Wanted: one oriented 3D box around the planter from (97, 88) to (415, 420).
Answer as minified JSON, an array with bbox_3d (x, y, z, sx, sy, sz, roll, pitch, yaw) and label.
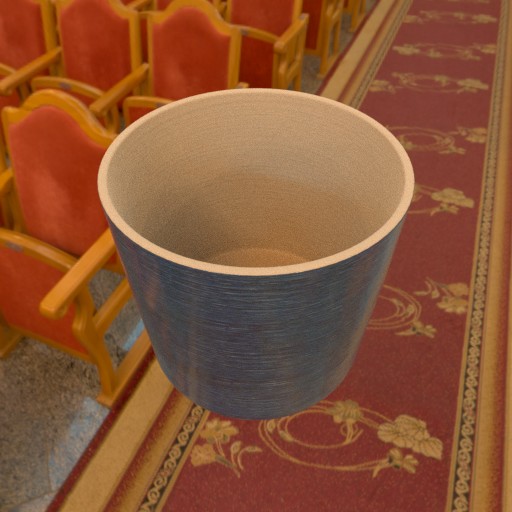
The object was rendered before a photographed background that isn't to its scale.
[{"bbox_3d":[0.000,0.000,0.391,0.221,0.201,0.221,0,46,0],"label":"planter"}]
